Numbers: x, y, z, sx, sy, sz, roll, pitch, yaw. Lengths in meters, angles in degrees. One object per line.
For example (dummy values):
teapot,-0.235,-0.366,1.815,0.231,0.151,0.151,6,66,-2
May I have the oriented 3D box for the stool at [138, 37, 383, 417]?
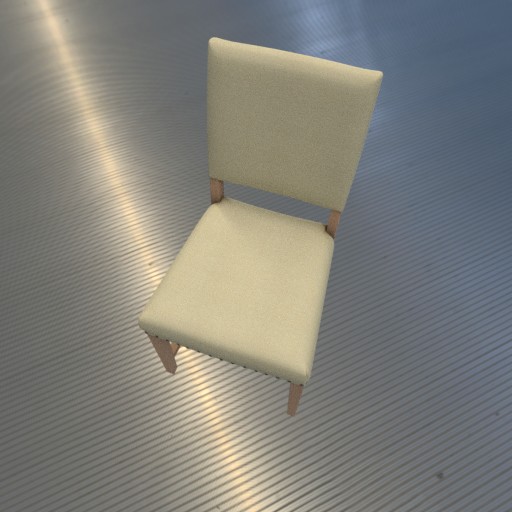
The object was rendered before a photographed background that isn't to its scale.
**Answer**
stool,0.000,0.000,1.343,0.508,0.986,0.623,16,60,10
